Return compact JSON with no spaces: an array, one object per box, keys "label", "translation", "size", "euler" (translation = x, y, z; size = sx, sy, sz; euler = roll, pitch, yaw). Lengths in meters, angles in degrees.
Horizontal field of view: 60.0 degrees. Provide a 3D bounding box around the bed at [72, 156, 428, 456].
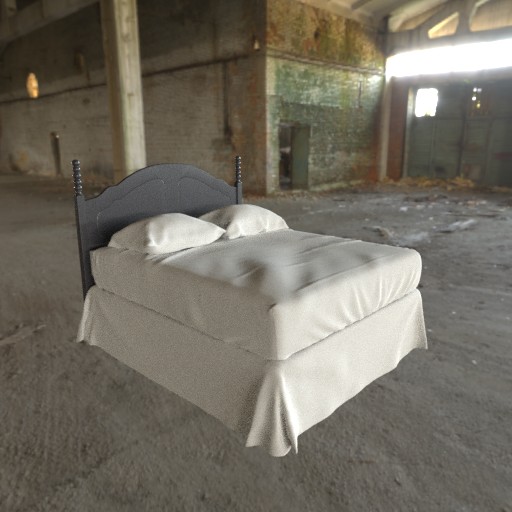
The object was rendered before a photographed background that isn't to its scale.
[{"label":"bed","translation":[0.000,0.000,3.189],"size":[2.040,1.356,1.873],"euler":[13,19,42]}]
